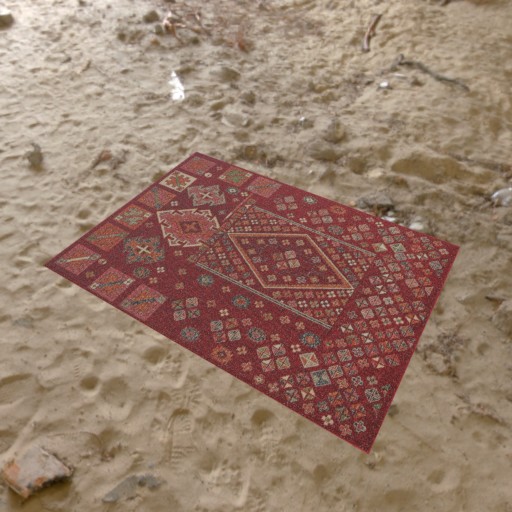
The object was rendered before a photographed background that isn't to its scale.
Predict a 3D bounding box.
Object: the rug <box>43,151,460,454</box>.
[{"bbox_3d":[0.000,0.000,4.322,3.306,0.011,2.389,24,50,22],"label":"rug"}]
